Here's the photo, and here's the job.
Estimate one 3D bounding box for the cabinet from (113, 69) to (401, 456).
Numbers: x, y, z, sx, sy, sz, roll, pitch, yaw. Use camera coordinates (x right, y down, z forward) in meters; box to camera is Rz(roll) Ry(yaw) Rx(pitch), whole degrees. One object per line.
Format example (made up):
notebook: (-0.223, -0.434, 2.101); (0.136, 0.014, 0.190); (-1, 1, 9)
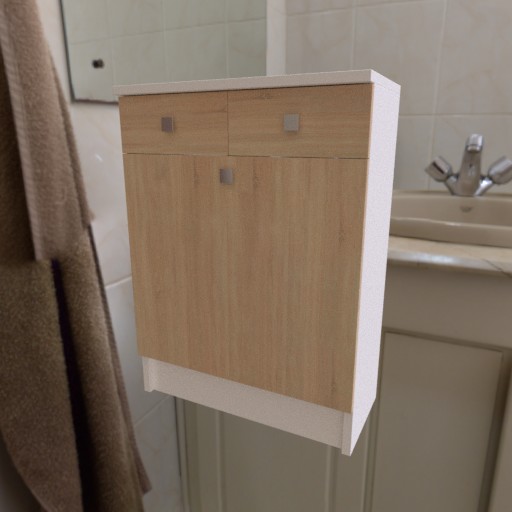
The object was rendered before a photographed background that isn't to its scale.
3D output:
cabinet: (0.000, 0.000, 1.132); (0.600, 0.815, 0.296); (8, 17, 26)
